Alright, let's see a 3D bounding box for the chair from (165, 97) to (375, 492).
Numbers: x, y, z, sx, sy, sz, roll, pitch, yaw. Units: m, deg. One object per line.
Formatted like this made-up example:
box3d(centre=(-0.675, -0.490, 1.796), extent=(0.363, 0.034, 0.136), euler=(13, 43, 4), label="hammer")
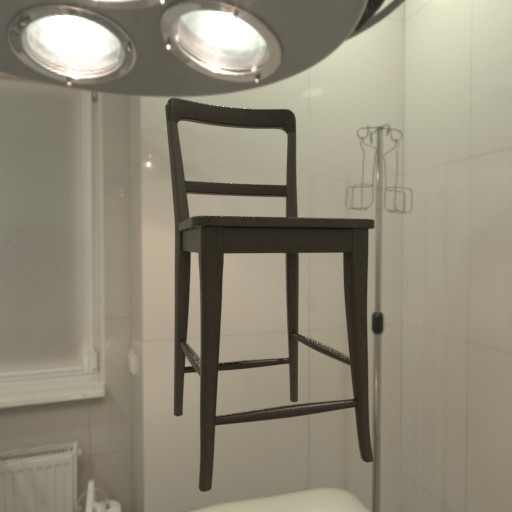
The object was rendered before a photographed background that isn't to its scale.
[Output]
box3d(centre=(0.000, 0.000, 1.249), extent=(0.450, 0.991, 0.546), euler=(-1, 2, -18), label="chair")
